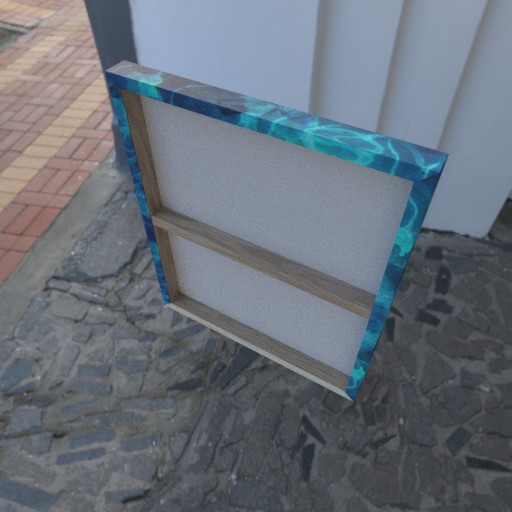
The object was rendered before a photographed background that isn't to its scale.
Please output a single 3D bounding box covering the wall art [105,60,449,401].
[{"bbox_3d":[0.000,0.000,0.699,0.432,0.508,0.038,23,51,20],"label":"wall art"}]
